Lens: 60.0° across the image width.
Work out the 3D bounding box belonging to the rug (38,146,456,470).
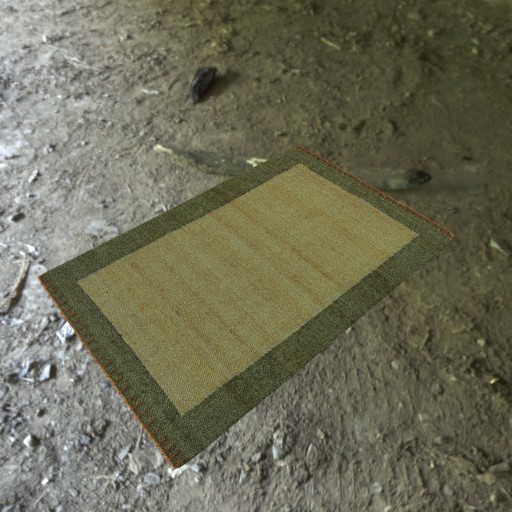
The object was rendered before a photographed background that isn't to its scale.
[{"bbox_3d":[0.000,0.000,2.281,1.838,0.019,1.220,-32,54,-27],"label":"rug"}]
